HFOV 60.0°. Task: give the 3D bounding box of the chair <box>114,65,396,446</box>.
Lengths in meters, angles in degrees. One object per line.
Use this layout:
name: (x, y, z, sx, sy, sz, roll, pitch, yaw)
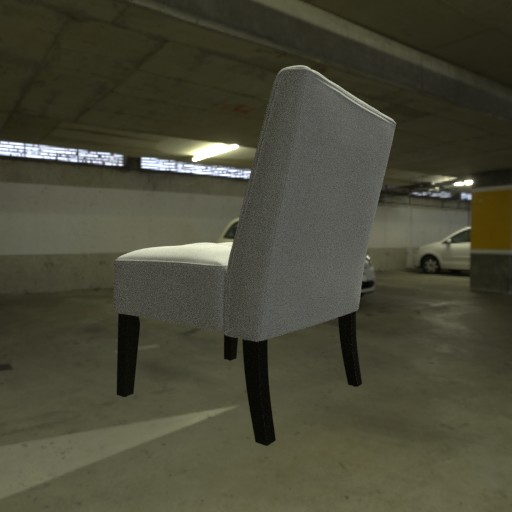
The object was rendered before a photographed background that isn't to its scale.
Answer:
chair: (0.000, 0.000, 1.351, 0.676, 0.853, 0.569, 2, 3, 36)
